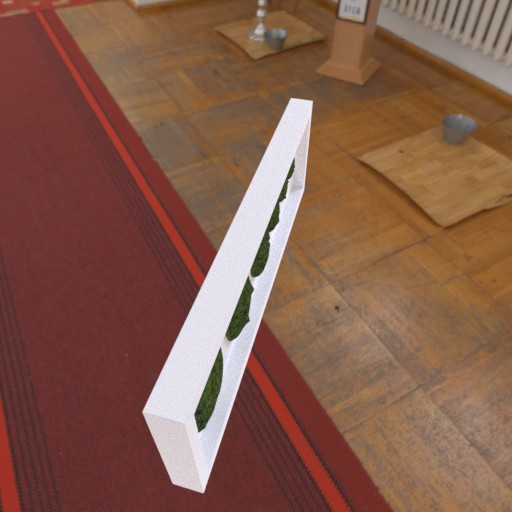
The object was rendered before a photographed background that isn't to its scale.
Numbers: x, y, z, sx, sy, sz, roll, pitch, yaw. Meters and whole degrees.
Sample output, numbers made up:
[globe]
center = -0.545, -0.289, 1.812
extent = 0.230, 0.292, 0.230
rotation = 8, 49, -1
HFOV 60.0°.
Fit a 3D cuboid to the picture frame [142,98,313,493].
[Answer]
[picture frame]
center = 0.000, 0.000, 0.830
extent = 0.050, 0.250, 0.759
rotation = 11, 47, 11
